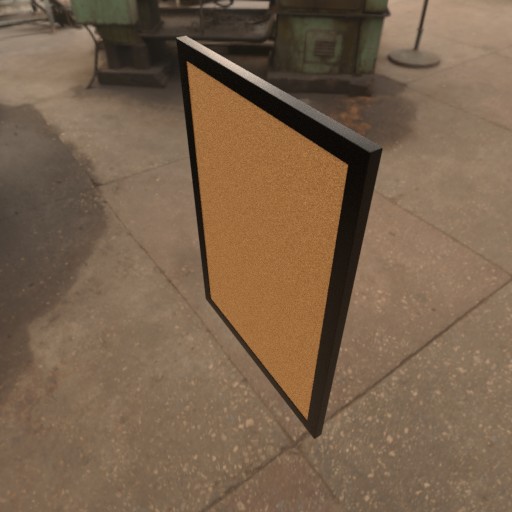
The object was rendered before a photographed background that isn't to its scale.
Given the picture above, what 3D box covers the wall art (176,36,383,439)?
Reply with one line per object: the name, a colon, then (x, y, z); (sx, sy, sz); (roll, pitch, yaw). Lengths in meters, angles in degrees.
wall art: (0.000, 0.000, 0.831); (0.019, 0.656, 0.462); (-24, 48, -24)
